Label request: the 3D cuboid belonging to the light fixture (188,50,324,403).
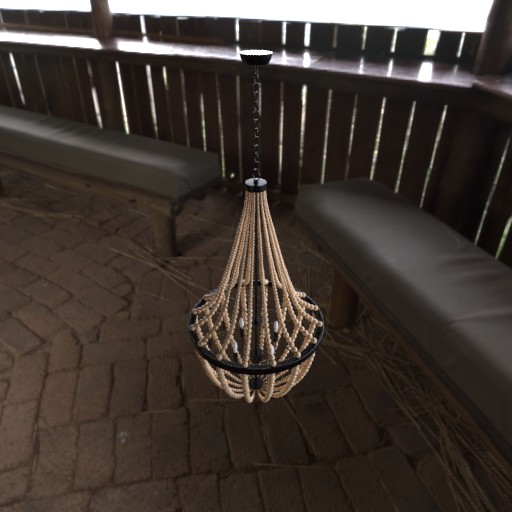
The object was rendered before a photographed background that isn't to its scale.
[{"bbox_3d":[0.000,0.000,1.346,0.450,1.133,0.450,0,32,0],"label":"light fixture"}]
